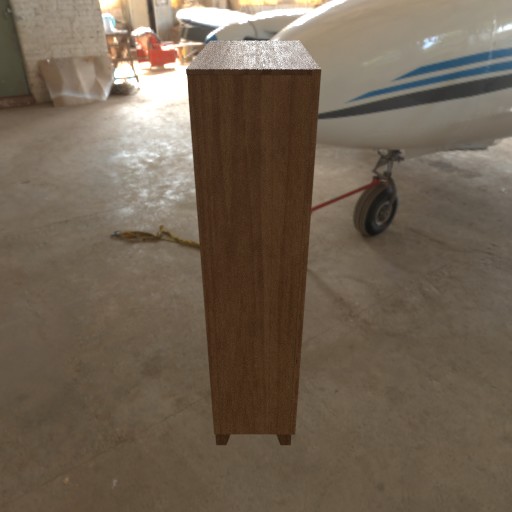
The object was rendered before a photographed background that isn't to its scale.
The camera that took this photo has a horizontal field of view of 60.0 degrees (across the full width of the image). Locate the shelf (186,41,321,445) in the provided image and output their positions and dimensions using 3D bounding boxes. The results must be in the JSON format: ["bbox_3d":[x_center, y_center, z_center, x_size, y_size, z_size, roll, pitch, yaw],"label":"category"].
[{"bbox_3d":[0.000,0.000,2.294,0.453,1.930,0.864,0,31,0],"label":"shelf"}]
